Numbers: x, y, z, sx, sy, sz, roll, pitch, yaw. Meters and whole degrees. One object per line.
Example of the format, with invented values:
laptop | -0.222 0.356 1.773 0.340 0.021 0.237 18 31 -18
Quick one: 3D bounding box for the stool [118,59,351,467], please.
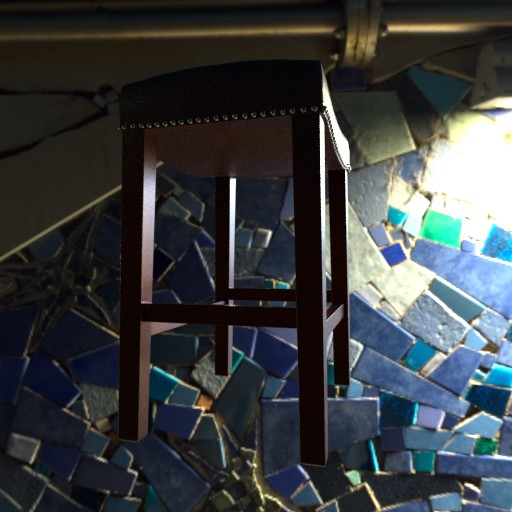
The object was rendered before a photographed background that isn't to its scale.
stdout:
stool | 0.000 0.000 0.968 0.372 0.657 0.504 0 -1 17
